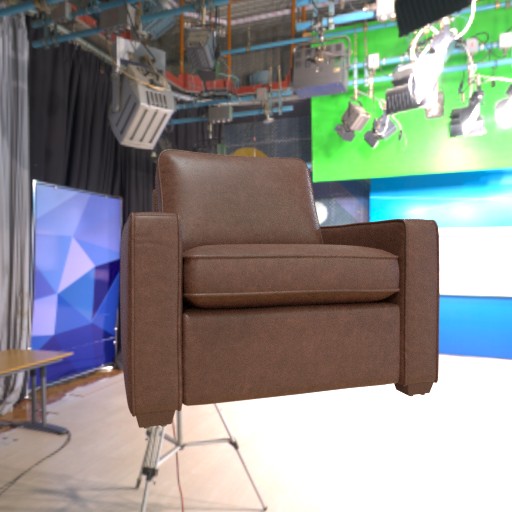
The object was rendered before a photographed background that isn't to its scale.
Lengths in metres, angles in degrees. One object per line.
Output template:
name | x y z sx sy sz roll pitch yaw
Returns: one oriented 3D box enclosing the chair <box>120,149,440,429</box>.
chair | 0.000 0.000 1.741 1.017 0.919 0.940 0 1 -18
